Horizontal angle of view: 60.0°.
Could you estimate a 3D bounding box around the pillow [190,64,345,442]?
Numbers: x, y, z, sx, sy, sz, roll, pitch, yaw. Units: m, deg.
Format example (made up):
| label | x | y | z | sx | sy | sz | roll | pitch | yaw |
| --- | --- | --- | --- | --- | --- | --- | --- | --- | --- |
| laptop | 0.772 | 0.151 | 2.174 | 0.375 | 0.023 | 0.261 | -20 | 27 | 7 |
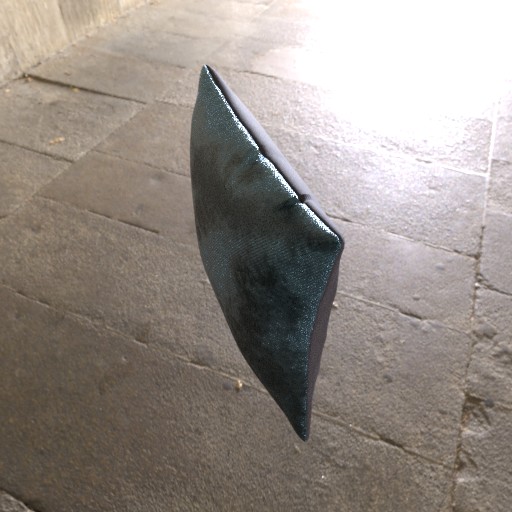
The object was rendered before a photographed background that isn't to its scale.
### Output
| label | x | y | z | sx | sy | sz | roll | pitch | yaw |
| --- | --- | --- | --- | --- | --- | --- | --- | --- | --- |
| pillow | 0.000 | 0.000 | 0.679 | 0.138 | 0.430 | 0.436 | -16 | 49 | -15 |
